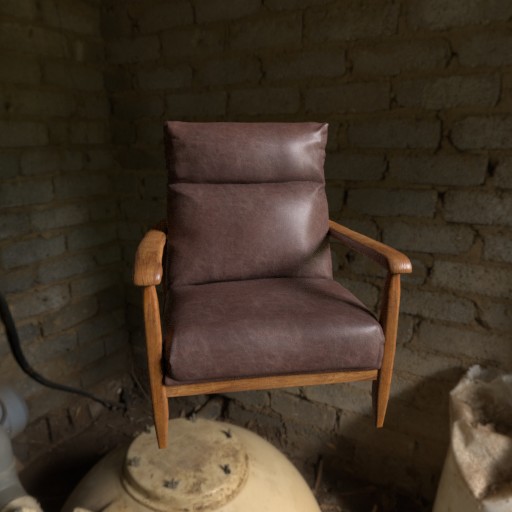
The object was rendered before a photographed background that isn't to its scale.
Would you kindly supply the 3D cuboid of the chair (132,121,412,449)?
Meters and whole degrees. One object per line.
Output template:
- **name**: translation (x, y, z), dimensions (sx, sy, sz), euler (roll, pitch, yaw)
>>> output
- **chair**: translation (0.000, 0.000, 1.520), dimensions (0.782, 0.897, 0.830), euler (-2, 16, -8)
